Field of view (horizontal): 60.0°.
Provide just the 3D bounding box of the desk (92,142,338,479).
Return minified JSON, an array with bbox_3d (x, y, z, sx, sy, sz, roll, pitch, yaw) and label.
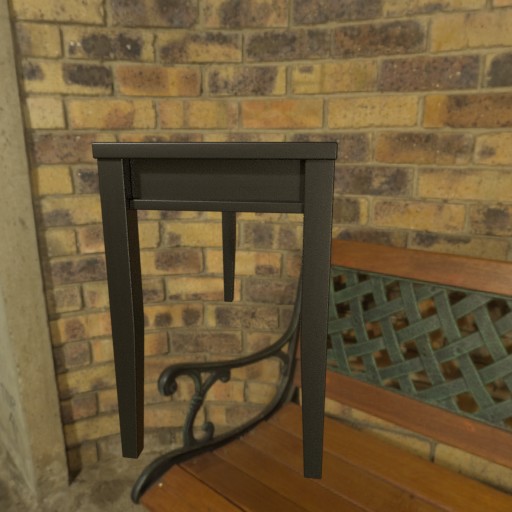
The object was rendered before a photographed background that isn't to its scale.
[{"bbox_3d":[0.000,0.000,1.566,0.508,0.775,1.220,2,14,9],"label":"desk"}]
